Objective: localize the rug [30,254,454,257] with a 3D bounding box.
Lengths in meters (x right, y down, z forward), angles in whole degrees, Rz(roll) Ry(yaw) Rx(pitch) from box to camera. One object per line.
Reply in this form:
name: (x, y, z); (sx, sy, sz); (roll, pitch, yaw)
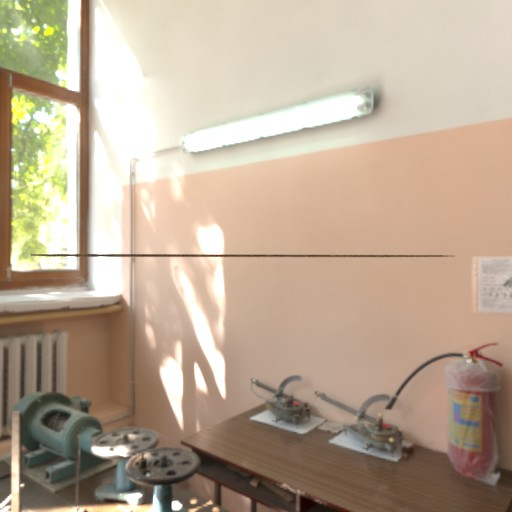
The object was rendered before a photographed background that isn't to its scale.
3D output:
rug: (0.000, 0.000, 3.020); (2.664, 0.011, 0.762); (0, 0, -17)
